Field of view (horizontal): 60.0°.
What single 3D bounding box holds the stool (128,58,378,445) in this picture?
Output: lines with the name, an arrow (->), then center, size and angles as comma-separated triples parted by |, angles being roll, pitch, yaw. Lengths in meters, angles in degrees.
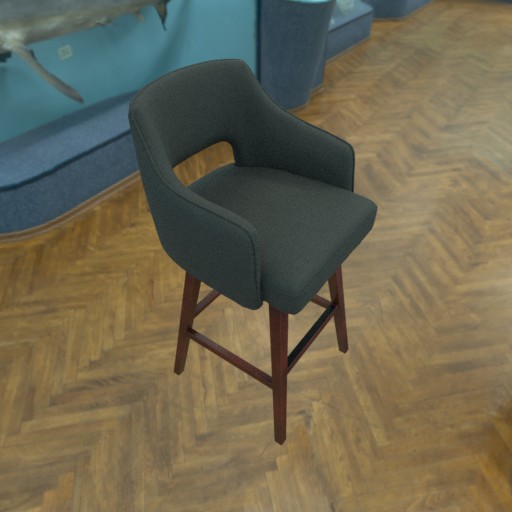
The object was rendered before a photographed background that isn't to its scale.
stool -> 0.000, 0.000, 1.367 | 0.558, 1.012, 0.548 | 25, 47, 26
